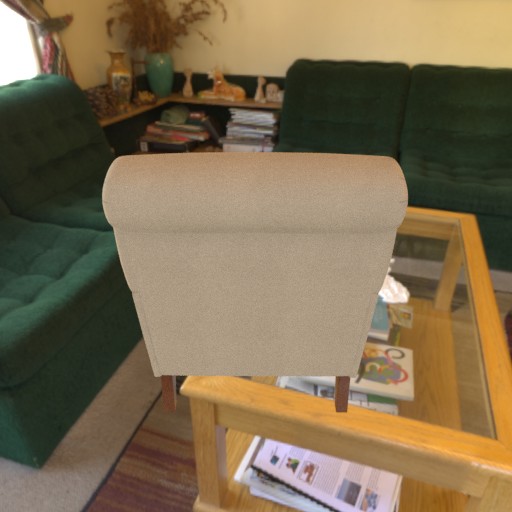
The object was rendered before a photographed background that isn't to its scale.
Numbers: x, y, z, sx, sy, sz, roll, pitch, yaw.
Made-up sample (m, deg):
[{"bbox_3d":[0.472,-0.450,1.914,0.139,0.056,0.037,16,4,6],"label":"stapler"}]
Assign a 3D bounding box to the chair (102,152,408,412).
[{"bbox_3d":[0.000,0.000,1.592,0.766,0.942,0.842,0,30,0],"label":"chair"}]
